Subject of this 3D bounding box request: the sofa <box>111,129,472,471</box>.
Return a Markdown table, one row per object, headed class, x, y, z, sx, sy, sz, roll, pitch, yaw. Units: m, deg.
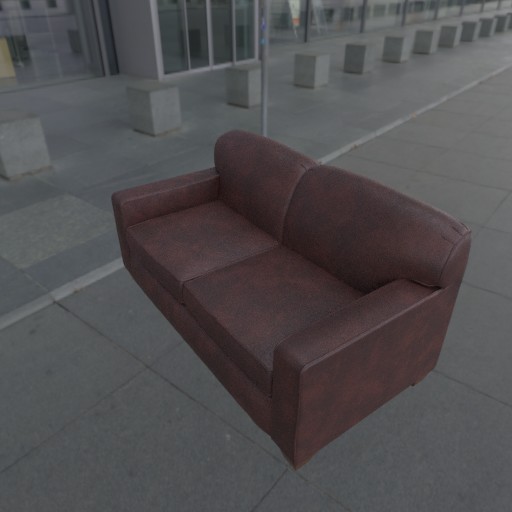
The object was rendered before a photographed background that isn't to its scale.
| class | x | y | z | sx | sy | sz | roll | pitch | yaw |
| --- | --- | --- | --- | --- | --- | --- | --- | --- | --- |
| sofa | 0.000 | 0.000 | 2.451 | 1.000 | 0.966 | 1.856 | -21 | 37 | -30 |
